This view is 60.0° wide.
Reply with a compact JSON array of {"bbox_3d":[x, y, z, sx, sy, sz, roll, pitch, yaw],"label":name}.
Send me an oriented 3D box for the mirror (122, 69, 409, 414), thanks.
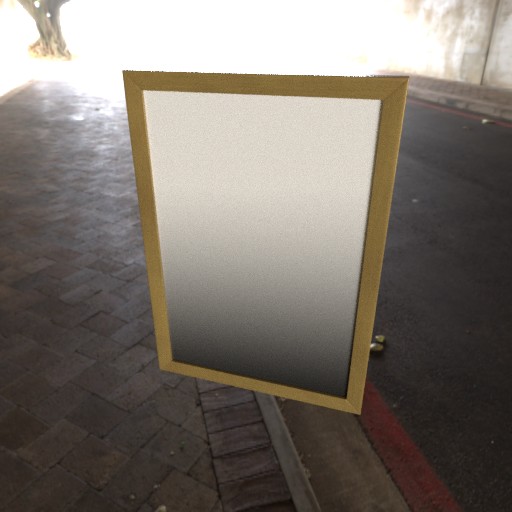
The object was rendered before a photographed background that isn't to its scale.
[{"bbox_3d":[0.000,0.000,0.927,0.507,0.710,0.040,8,28,15],"label":"mirror"}]
